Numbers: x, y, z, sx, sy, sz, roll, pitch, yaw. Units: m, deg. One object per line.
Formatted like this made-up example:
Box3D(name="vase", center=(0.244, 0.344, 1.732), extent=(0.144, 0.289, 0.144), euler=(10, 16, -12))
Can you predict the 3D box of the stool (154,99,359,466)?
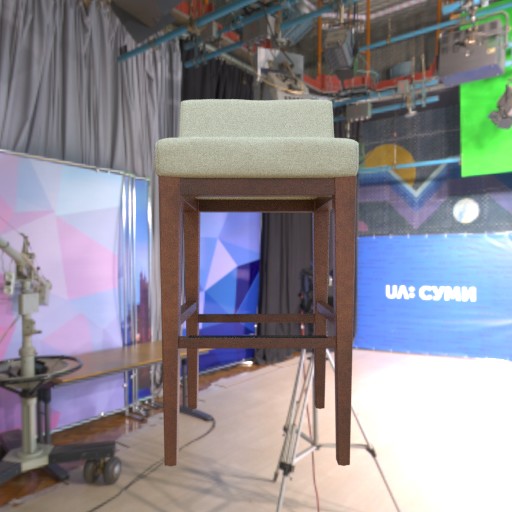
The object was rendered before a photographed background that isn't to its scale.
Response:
Box3D(name="stool", center=(0.000, 0.000, 1.311), extent=(0.511, 1.037, 0.500), euler=(0, 1, 0))
